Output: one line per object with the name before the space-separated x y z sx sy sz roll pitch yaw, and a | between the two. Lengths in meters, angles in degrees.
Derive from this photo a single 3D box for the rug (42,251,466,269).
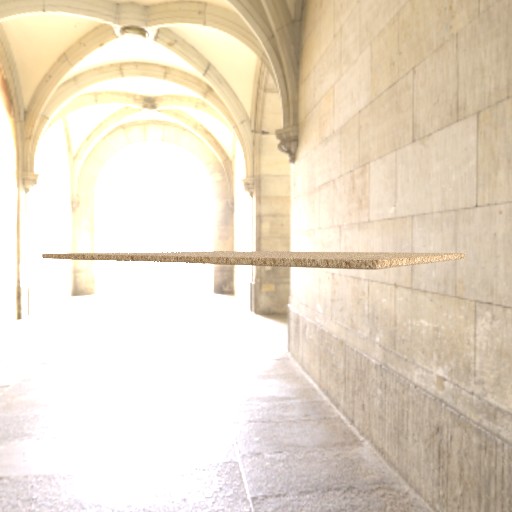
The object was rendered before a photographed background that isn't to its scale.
rug | 0.000 0.000 2.072 1.600 0.025 1.199 1 2 35
